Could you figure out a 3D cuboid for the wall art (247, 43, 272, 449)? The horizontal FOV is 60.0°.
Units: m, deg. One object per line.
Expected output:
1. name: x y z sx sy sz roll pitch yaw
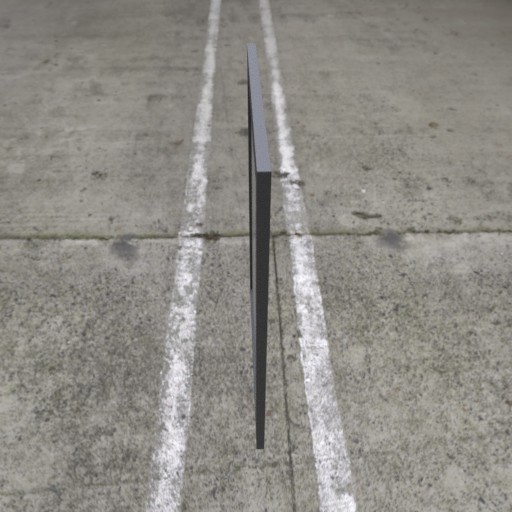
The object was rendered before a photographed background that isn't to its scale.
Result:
1. wall art: 0.000 0.000 0.712 0.013 0.534 0.380 -1 41 -2
